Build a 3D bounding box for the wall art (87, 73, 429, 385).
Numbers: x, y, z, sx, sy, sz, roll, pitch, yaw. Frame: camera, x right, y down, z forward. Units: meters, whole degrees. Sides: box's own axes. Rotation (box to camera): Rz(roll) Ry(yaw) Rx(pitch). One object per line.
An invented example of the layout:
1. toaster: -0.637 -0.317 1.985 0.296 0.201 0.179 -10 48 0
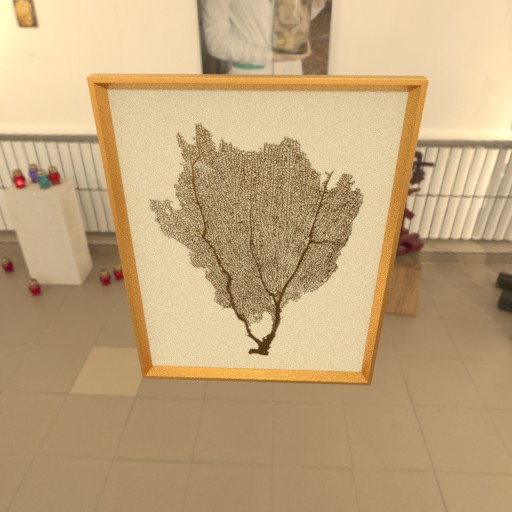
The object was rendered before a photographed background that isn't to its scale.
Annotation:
1. wall art: 0.000 0.000 1.001 0.610 0.762 0.038 1 31 2
